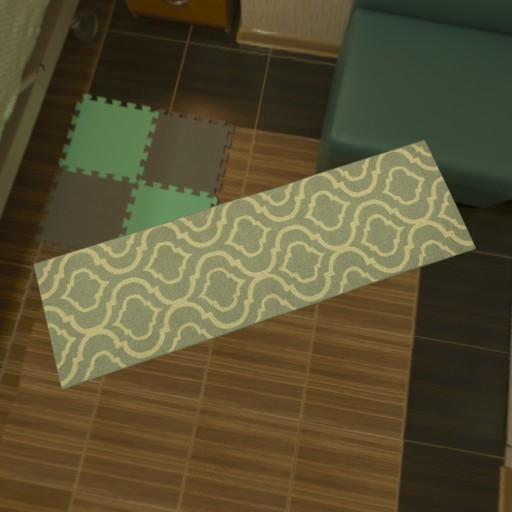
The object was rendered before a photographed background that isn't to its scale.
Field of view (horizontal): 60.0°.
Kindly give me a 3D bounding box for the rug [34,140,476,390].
[{"bbox_3d":[0.000,0.000,2.374,2.275,0.009,0.684,-18,77,-4],"label":"rug"}]
